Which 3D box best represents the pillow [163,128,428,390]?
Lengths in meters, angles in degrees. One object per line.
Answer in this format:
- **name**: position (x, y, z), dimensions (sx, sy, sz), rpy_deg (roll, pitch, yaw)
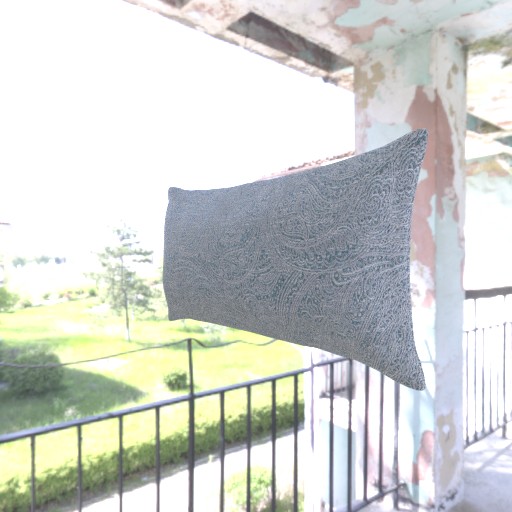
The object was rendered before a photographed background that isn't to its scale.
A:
- **pillow**: position (0.000, 0.000, 0.735), dimensions (0.151, 0.295, 0.615), rpy_deg (-1, 1, -38)
